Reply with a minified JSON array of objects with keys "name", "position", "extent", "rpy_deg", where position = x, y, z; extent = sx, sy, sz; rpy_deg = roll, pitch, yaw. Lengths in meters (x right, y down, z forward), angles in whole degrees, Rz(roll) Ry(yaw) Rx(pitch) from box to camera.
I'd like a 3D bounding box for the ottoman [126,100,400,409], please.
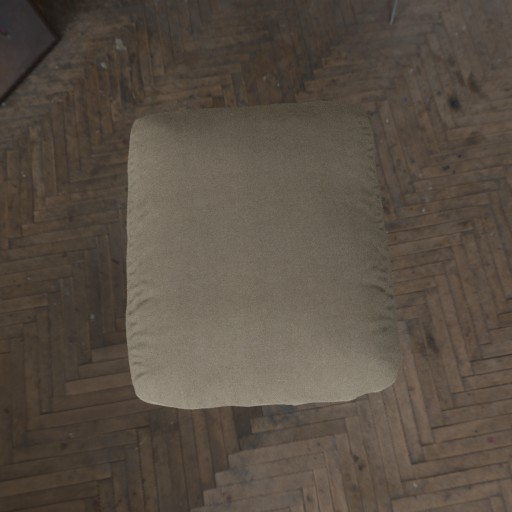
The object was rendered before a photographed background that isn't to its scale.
[{"name":"ottoman","position":[0.000,0.000,1.107],"extent":[0.584,0.480,0.712],"rpy_deg":[-3,76,-1]}]
